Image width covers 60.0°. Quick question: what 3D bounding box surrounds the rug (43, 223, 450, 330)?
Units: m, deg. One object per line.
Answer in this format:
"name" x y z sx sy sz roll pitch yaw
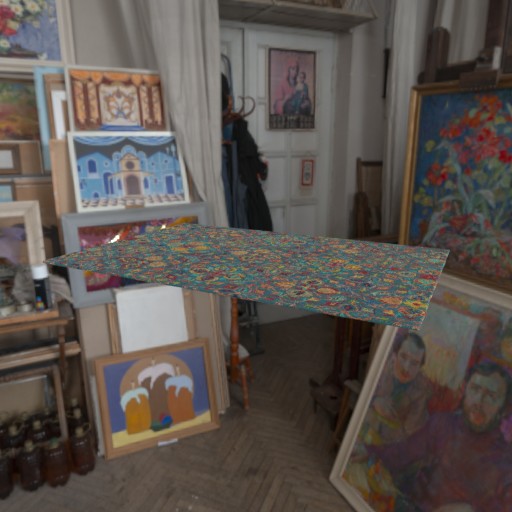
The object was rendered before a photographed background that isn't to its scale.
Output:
"rug" 0.000 0.000 2.384 1.836 0.014 1.216 7 16 26
